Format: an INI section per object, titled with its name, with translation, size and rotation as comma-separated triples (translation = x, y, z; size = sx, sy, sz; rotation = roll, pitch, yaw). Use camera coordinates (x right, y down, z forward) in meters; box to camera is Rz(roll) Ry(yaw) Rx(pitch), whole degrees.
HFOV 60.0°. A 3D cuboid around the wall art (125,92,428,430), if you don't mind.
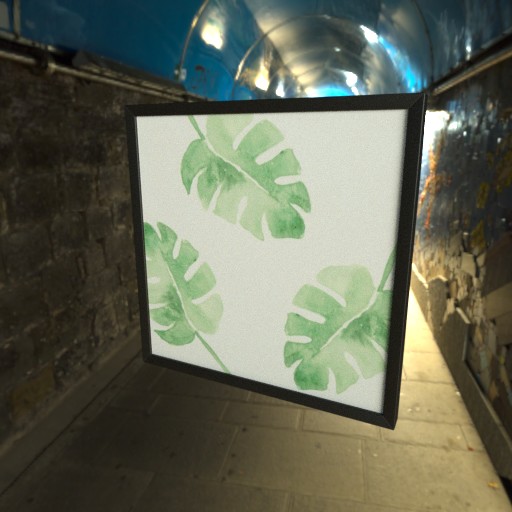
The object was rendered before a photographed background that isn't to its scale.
[wall art]
translation = 0.000, 0.000, 0.764
size = 0.508, 0.508, 0.036
rotation = 7, 16, 25
